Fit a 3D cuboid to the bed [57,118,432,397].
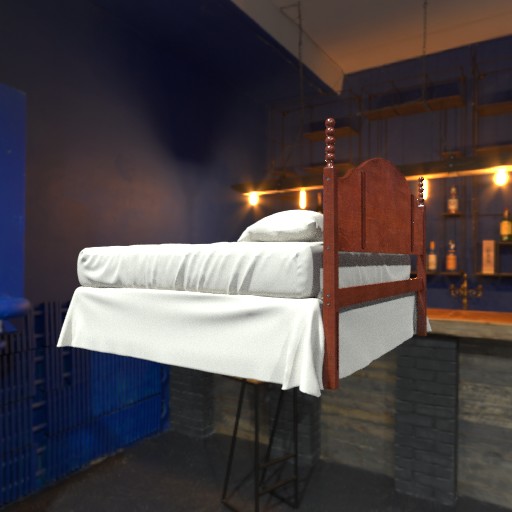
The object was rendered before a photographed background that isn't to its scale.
[{"bbox_3d":[0.000,0.000,3.585,2.219,1.355,2.322,0,-1,34],"label":"bed"}]
